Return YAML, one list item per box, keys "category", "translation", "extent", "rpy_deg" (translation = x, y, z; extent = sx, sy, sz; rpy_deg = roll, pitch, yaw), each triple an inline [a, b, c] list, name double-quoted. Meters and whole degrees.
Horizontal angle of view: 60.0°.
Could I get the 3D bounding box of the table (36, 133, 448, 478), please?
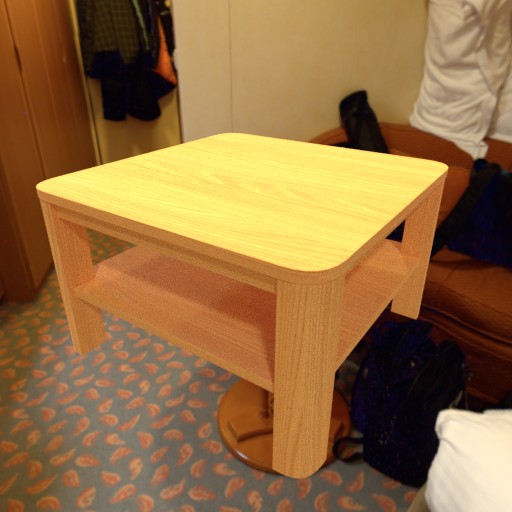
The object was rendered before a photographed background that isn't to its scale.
- category: "table"
  translation: [0.000, 0.000, 1.183]
  extent: [0.750, 0.450, 0.750]
  rpy_deg: [17, 31, 31]
